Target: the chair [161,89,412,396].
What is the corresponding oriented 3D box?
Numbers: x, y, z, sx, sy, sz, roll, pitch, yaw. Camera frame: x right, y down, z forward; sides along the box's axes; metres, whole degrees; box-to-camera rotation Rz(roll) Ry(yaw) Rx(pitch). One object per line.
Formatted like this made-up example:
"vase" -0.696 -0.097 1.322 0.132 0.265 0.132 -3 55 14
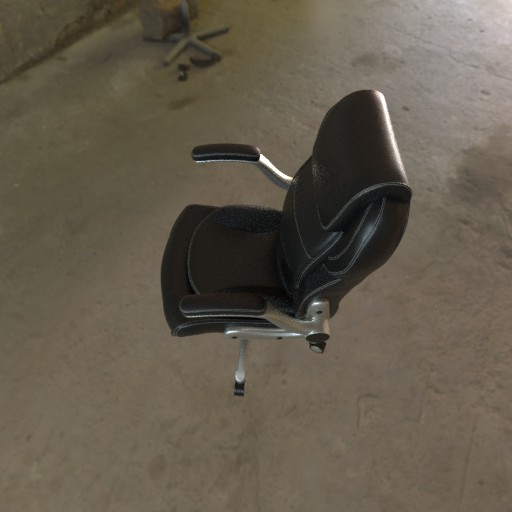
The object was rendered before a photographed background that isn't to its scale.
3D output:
"chair" 0.000 0.000 1.649 0.801 1.141 0.724 -1 56 -1
